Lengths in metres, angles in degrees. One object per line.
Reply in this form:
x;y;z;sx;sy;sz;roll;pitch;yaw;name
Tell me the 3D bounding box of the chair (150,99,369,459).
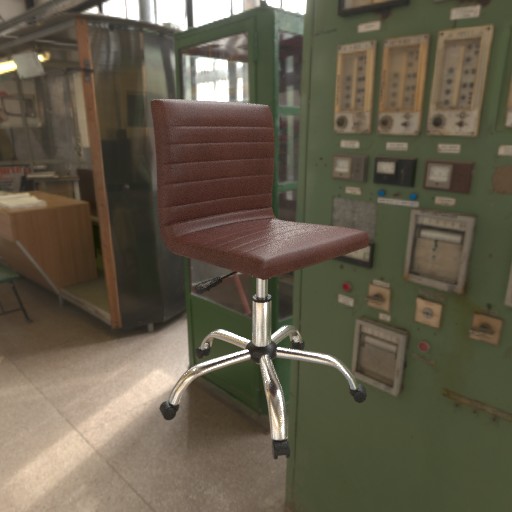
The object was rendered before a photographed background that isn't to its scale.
0.000;0.000;1.162;0.556;0.780;0.530;-15;22;-42;chair
